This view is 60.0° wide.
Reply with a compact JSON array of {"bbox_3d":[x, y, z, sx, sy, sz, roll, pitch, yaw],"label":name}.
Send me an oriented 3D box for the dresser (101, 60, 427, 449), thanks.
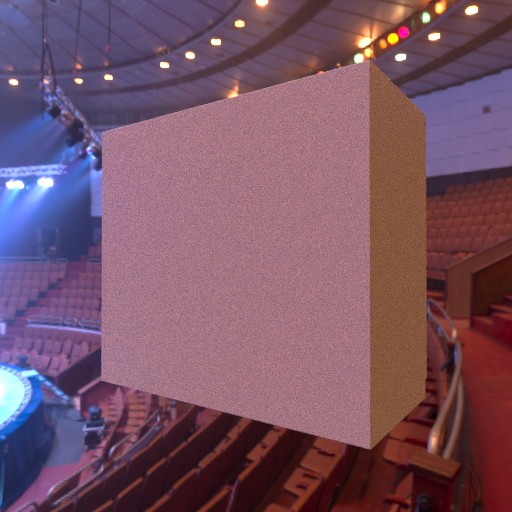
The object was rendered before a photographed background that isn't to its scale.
[{"bbox_3d":[0.000,0.000,1.251,0.830,0.740,0.420,0,-1,35],"label":"dresser"}]
